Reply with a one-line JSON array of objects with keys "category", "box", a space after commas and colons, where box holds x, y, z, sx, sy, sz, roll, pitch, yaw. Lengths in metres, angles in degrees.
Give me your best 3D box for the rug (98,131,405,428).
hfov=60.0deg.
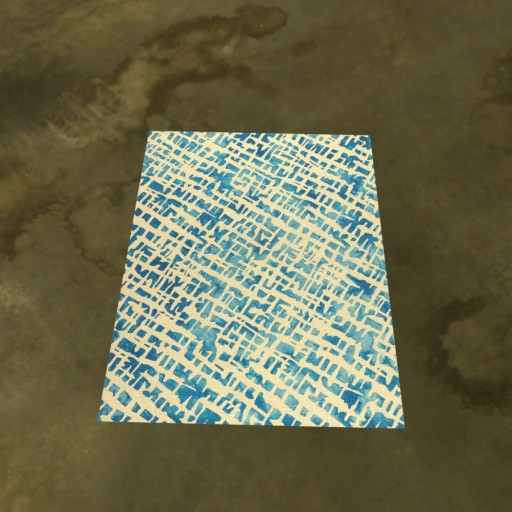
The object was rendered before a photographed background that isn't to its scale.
[{"category": "rug", "box": [0.000, 0.000, 4.182, 2.435, 0.007, 3.007, 1, 63, 1]}]
